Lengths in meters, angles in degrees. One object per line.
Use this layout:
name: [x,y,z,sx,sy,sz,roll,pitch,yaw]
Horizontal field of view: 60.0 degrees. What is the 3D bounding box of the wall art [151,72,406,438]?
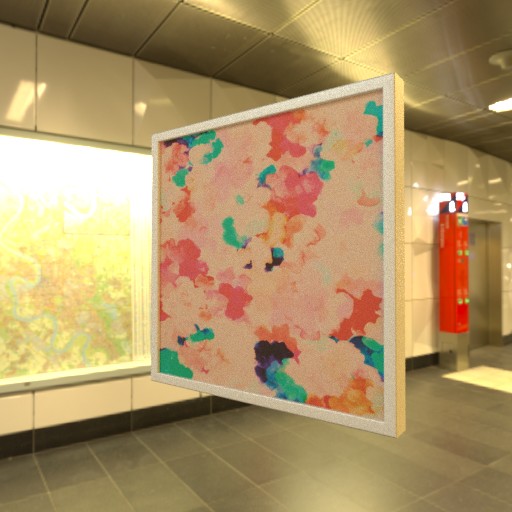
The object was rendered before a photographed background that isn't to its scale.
wall art: [0.000,0.000,0.776,0.506,0.505,0.038,-1,-1,36]
